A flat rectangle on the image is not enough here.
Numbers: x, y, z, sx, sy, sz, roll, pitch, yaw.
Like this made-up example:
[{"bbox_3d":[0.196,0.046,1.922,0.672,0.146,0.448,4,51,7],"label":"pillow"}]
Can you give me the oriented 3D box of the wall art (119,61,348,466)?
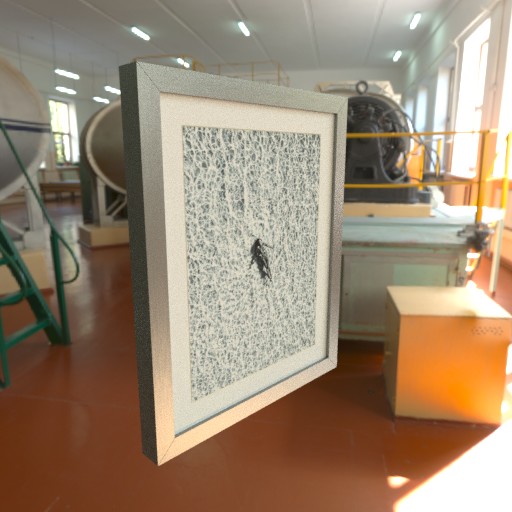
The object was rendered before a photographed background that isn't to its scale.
[{"bbox_3d":[0.000,0.000,0.520,0.030,0.379,0.308,12,17,44],"label":"wall art"}]
